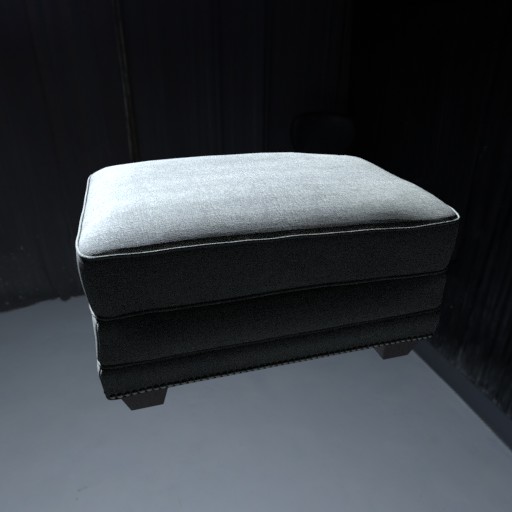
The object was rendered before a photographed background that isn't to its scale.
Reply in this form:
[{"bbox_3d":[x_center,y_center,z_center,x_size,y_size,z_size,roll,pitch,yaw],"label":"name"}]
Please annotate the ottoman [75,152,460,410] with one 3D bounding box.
[{"bbox_3d":[0.000,0.000,1.161,0.813,0.457,0.561,-7,28,-14],"label":"ottoman"}]
